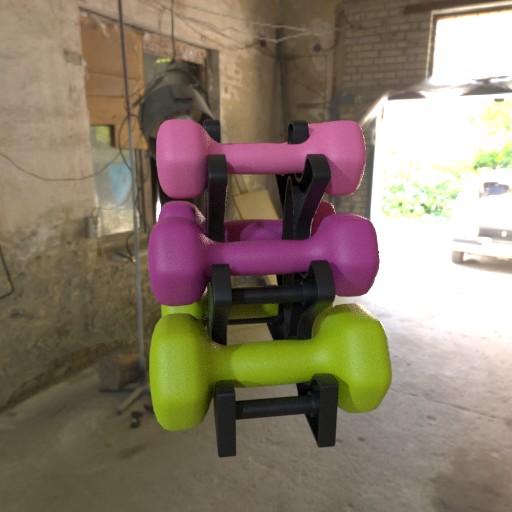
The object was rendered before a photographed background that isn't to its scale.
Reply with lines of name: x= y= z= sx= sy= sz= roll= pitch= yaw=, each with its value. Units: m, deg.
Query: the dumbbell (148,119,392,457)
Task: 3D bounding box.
dumbbell: x=0.000 y=0.000 z=0.445 sx=0.203 sy=0.261 sz=0.257 roll=-2 pitch=15 yaw=-8
